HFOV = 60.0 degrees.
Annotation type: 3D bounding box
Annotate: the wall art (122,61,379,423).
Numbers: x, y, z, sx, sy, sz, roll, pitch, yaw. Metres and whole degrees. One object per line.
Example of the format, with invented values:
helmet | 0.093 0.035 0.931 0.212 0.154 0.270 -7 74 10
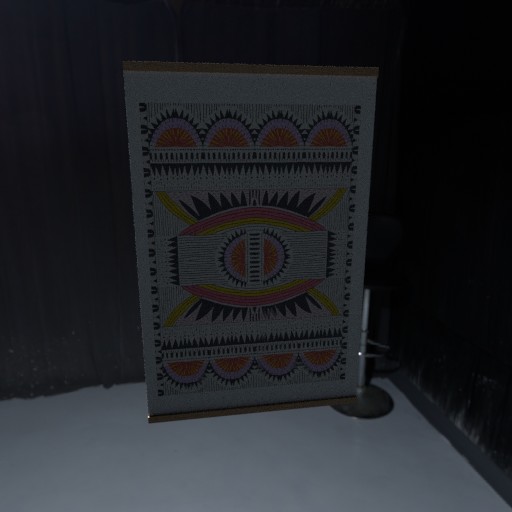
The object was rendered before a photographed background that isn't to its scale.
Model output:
wall art | 0.000 0.000 1.918 0.999 1.533 0.028 -2 15 -9
